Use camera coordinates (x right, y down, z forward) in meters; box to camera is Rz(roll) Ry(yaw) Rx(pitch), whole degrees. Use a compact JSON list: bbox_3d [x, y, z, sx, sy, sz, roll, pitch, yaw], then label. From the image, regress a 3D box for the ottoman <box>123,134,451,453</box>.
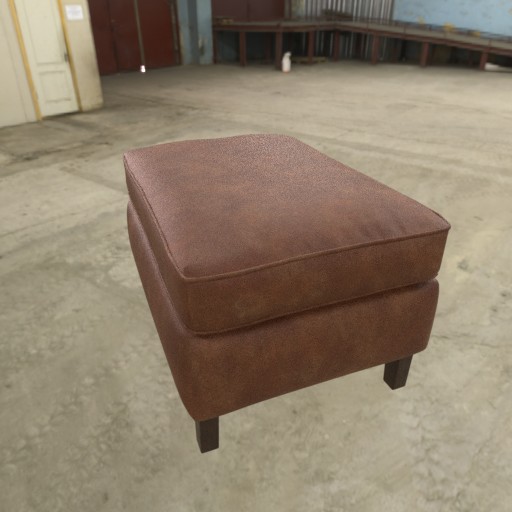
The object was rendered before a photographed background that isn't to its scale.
[{"bbox_3d":[0.000,0.000,0.989,0.501,0.418,0.665,-11,31,-19],"label":"ottoman"}]
